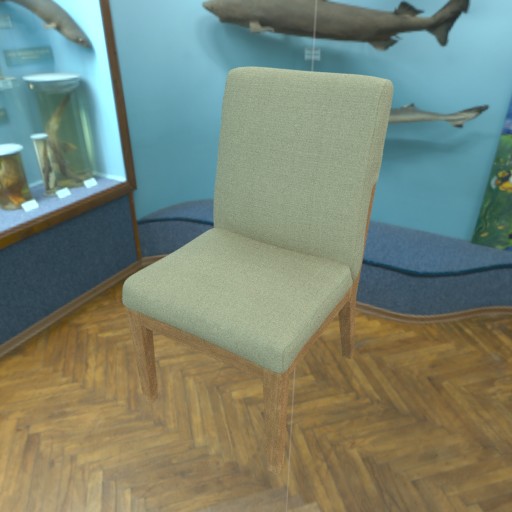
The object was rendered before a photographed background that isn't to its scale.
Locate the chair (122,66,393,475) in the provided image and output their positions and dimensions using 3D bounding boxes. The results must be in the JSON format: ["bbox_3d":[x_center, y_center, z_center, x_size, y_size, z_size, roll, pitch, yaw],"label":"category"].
[{"bbox_3d":[0.000,0.000,1.243,0.507,0.911,0.586,17,34,27],"label":"chair"}]
